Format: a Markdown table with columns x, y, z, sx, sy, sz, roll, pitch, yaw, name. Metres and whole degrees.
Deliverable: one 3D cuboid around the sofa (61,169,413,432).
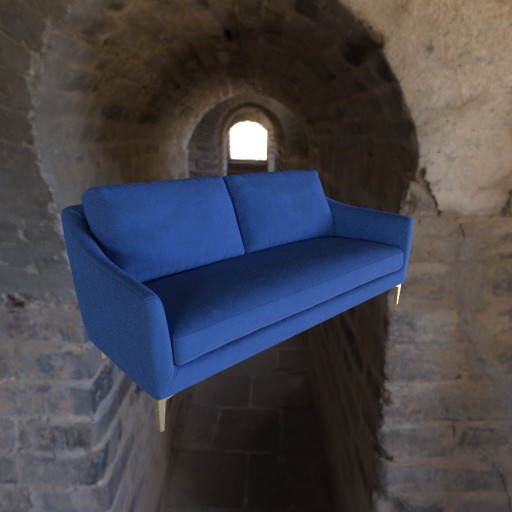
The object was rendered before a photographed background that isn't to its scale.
| x | y | z | sx | sy | sz | roll | pitch | yaw | name |
| --- | --- | --- | --- | --- | --- | --- | --- | --- | --- |
| 0.000 | 0.000 | 2.587 | 0.960 | 0.903 | 2.036 | 15 | 22 | 43 | sofa |
